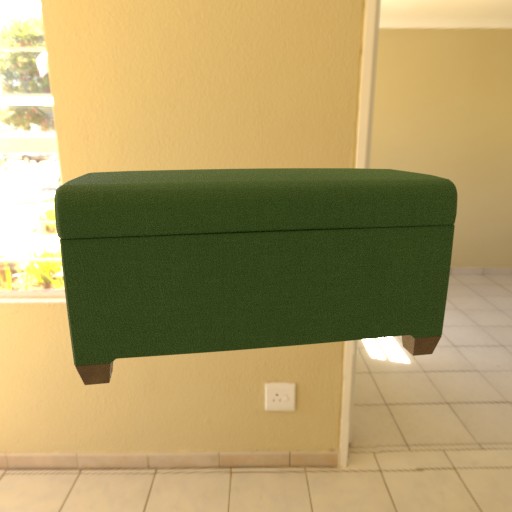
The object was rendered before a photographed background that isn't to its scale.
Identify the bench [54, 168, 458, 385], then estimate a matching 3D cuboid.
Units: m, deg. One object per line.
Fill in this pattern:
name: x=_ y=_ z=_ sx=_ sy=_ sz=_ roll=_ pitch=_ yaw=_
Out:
bench: x=0.000 y=0.000 z=1.315 sx=0.989 sy=0.501 sz=0.505 roll=-3 pitch=15 yaw=-10
